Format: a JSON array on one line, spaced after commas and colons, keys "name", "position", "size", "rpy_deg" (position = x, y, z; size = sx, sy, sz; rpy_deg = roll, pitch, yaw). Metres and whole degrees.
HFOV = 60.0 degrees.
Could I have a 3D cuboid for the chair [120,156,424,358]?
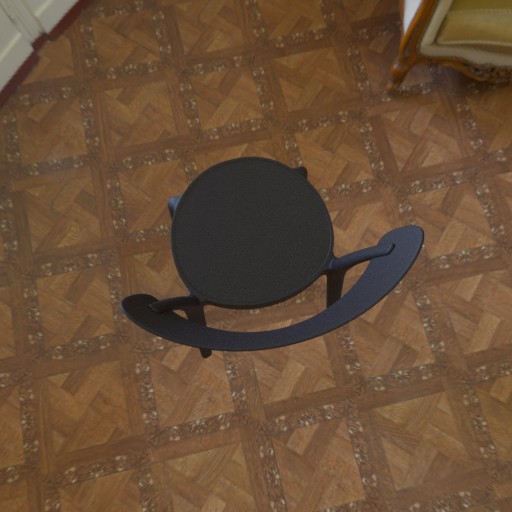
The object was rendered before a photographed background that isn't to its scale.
[{"name": "chair", "position": [0.000, 0.000, 1.110], "size": [0.506, 0.790, 0.491], "rpy_deg": [-14, 76, -4]}]
